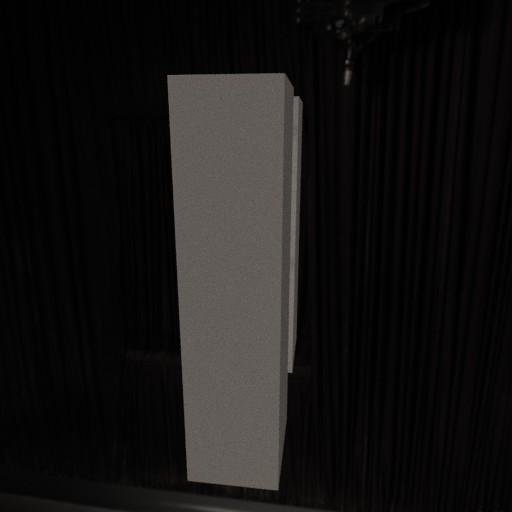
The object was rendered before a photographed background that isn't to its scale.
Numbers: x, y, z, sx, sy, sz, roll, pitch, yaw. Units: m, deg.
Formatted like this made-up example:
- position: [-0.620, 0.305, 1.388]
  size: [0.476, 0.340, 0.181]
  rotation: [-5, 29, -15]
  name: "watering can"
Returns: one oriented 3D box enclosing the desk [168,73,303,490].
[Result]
- position: [0.000, 0.000, 2.890]
  size: [0.480, 2.000, 1.770]
  rotation: [2, 16, 8]
  name: "desk"
